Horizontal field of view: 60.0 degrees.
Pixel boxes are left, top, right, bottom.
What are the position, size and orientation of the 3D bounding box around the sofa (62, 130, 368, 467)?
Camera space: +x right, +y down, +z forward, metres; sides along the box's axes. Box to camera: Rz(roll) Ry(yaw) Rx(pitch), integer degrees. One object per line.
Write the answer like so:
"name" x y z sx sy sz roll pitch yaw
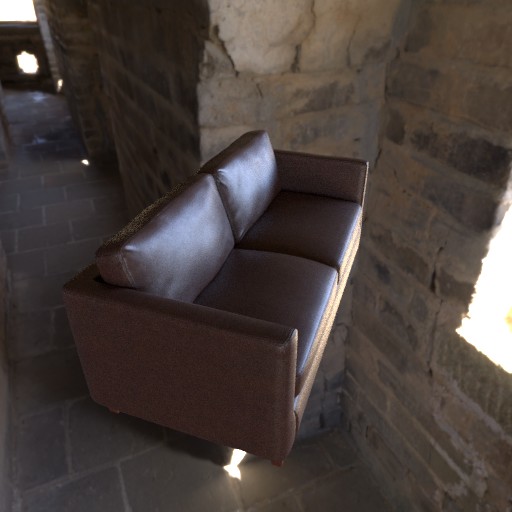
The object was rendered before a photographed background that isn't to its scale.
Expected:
"sofa" 0.000 0.000 2.440 0.951 0.933 1.883 11 33 17
